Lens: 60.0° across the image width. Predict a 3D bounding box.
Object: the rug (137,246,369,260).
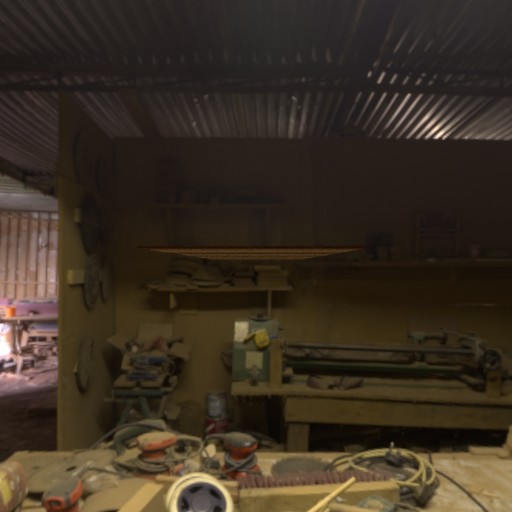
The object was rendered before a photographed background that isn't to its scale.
[{"bbox_3d":[0.000,0.000,2.724,0.792,0.006,2.437,0,-1,0],"label":"rug"}]
